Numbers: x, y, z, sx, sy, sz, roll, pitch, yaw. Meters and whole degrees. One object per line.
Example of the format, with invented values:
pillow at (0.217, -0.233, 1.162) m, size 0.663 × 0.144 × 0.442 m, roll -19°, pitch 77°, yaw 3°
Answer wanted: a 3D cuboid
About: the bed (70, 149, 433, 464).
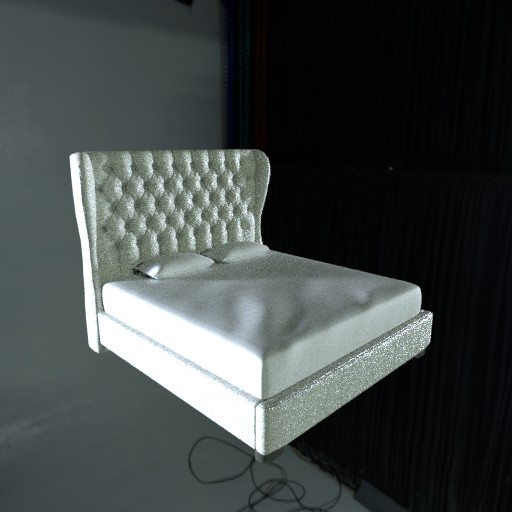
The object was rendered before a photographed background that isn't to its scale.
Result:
bed at (0.000, 0.000, 3.870) m, size 2.219 × 1.771 × 2.347 m, roll -14°, pitch 20°, yaw -43°
